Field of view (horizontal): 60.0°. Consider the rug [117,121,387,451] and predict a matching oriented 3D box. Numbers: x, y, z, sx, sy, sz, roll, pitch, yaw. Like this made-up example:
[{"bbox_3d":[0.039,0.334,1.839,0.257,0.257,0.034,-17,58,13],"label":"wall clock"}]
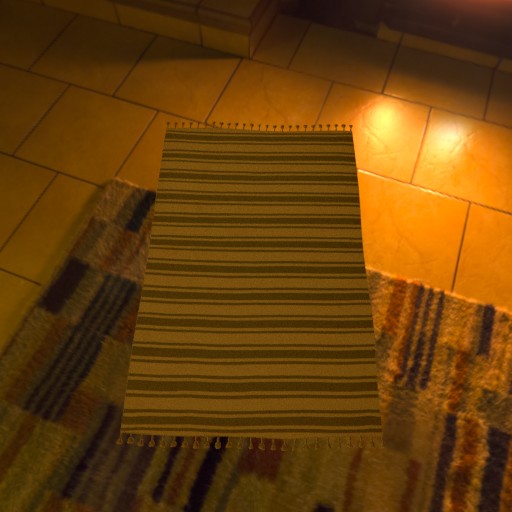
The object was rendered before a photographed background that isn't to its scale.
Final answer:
[{"bbox_3d":[0.000,0.000,2.330,1.162,0.013,1.875,1,63,1],"label":"rug"}]
